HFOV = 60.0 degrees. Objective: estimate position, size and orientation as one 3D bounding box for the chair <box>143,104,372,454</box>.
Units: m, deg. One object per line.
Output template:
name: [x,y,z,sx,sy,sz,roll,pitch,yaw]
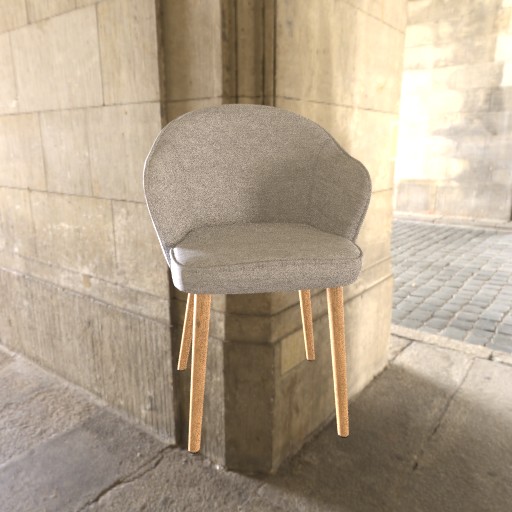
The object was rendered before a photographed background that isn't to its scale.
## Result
chair: [0.000,0.000,1.165,0.540,0.800,0.530,-2,14,-9]
